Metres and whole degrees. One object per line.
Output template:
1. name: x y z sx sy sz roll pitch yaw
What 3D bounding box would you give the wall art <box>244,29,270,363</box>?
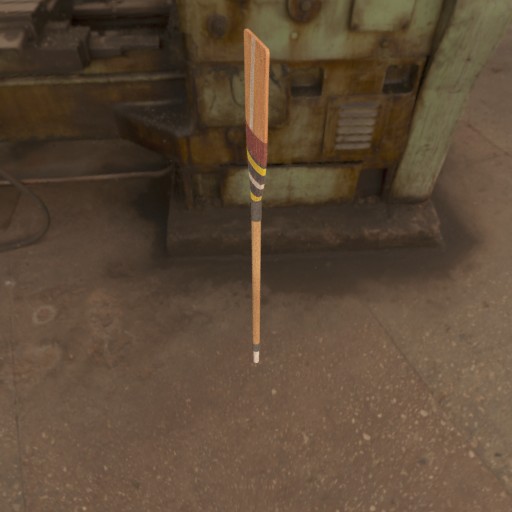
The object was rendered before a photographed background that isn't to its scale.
1. wall art: 0.000 0.000 1.640 0.038 1.556 0.146 -17 50 -14
